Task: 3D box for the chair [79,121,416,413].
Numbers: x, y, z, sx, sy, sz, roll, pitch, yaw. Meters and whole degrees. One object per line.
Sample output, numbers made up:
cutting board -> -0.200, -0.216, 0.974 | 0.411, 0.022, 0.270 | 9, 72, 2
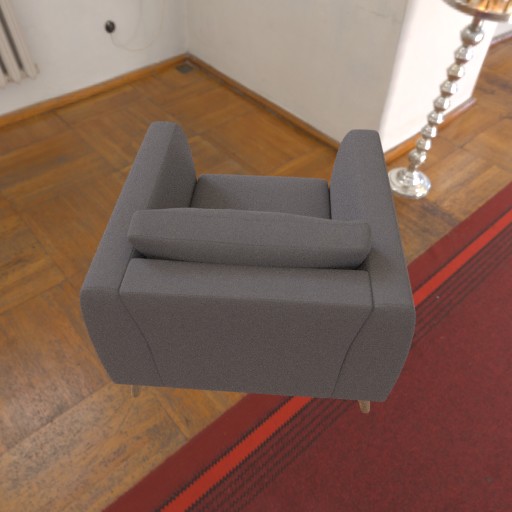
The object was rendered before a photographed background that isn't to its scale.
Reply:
chair -> 0.000, 0.000, 1.729 | 1.000, 0.860, 0.930 | 3, 48, 3
